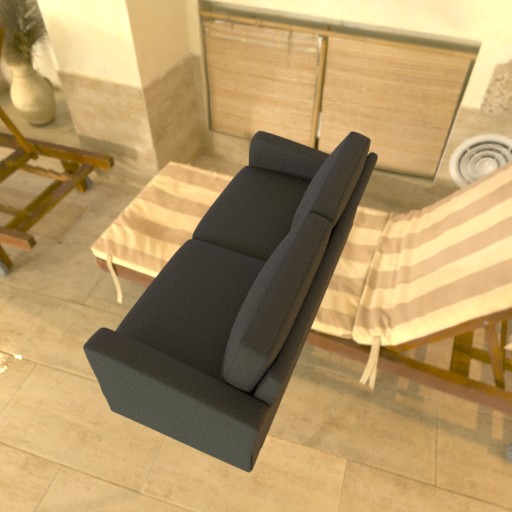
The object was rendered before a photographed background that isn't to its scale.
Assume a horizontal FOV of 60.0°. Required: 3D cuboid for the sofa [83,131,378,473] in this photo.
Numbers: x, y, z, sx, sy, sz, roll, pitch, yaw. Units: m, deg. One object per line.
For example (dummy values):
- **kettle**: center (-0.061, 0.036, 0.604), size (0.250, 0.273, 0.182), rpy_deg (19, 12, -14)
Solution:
- **sofa**: center (0.000, 0.000, 2.433), size (0.898, 0.839, 1.852), rpy_deg (17, 48, 16)
